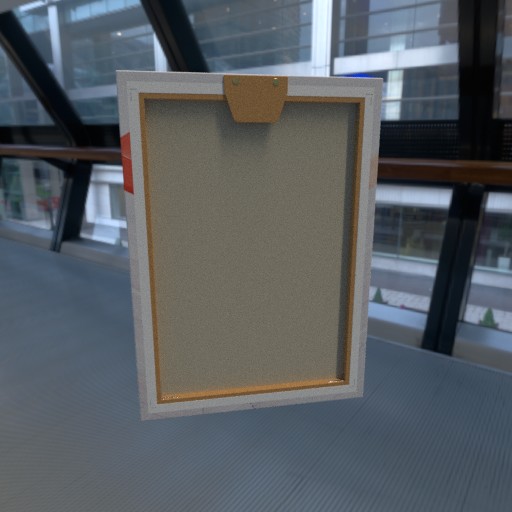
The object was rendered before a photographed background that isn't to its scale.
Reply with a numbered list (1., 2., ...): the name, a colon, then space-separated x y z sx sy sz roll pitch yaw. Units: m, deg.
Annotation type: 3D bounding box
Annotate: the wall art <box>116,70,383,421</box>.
1. wall art: 0.000 0.000 1.111 0.613 0.848 0.036 -3 14 -10
